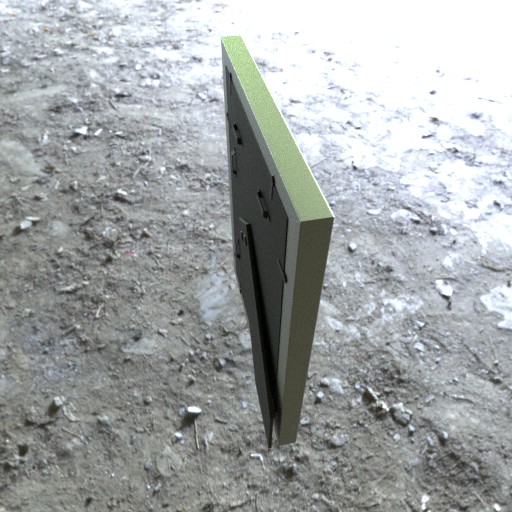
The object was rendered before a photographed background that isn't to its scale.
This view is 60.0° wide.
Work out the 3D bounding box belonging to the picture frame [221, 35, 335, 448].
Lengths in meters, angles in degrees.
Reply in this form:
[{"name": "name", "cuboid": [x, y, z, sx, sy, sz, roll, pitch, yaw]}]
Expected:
[{"name": "picture frame", "cuboid": [0.000, 0.000, 0.526, 0.036, 0.386, 0.307, -9, 48, -9]}]
